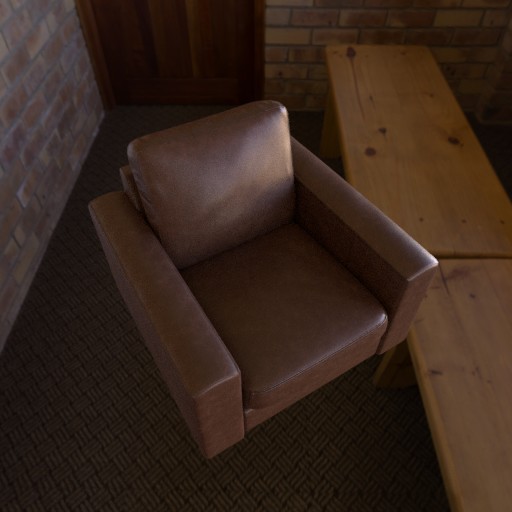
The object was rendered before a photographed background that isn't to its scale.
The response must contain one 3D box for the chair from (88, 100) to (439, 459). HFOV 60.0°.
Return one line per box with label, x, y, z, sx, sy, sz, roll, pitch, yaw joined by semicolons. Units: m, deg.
chair;0.000;0.000;1.779;1.005;0.873;1.016;-24;52;-20
